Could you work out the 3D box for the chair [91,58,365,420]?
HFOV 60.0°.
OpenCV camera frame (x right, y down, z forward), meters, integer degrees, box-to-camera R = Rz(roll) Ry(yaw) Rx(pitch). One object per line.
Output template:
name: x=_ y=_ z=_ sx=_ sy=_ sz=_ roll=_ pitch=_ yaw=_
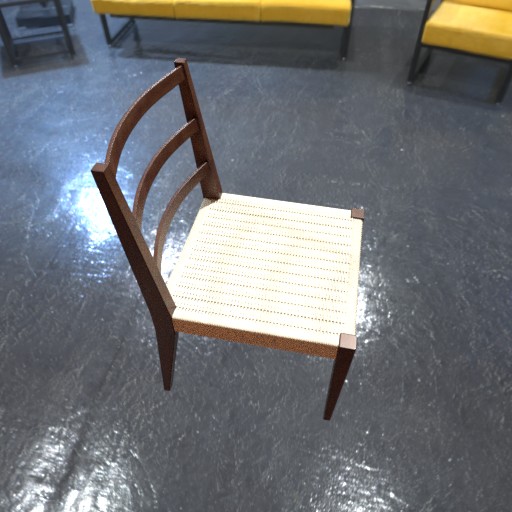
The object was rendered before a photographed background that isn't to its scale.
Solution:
chair: x=0.000 y=0.000 z=1.180 sx=0.551 sy=0.813 sz=0.480 roll=9 pitch=48 yaw=8
